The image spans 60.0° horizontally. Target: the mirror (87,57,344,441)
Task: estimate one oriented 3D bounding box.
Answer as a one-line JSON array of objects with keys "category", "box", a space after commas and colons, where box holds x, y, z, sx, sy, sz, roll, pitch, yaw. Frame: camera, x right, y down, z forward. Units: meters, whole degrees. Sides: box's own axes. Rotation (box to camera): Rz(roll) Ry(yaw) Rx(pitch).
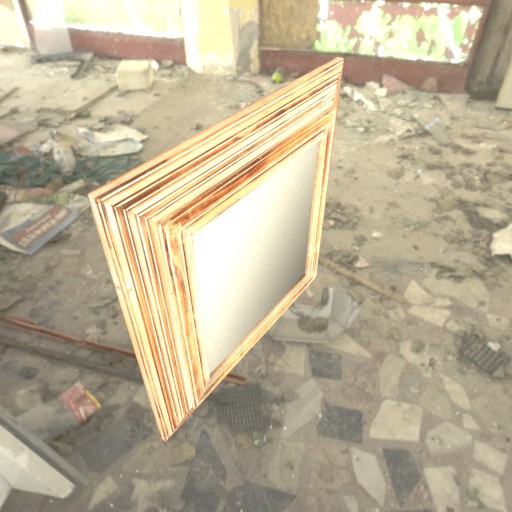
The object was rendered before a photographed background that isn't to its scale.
[{"category": "mirror", "box": [0.000, 0.000, 1.186, 0.061, 0.804, 0.804, 26, 48, 26]}]
